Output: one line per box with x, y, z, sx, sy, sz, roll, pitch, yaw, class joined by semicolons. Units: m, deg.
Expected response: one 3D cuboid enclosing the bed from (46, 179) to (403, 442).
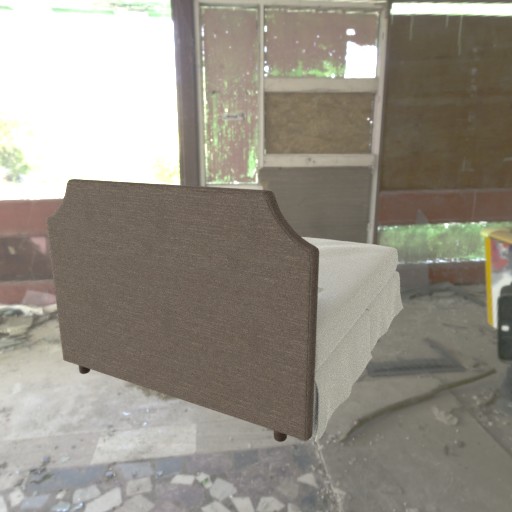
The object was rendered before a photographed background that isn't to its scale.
0.000;0.000;4.201;2.350;1.590;2.773;8;17;27;bed
